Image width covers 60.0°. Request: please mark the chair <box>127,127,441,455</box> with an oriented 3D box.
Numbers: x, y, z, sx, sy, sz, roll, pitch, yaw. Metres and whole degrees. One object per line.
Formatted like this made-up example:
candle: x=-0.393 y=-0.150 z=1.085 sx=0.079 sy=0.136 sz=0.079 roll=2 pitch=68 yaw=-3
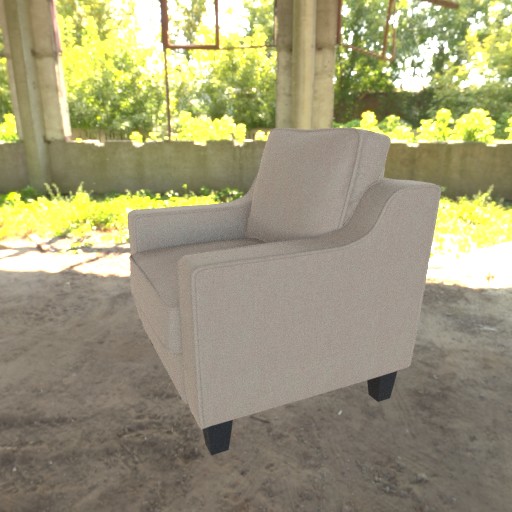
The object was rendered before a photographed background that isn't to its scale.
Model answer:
chair: x=0.000 y=0.000 z=1.705 sx=0.882 sy=0.948 sz=0.922 roll=-7 pitch=18 yaw=-24
